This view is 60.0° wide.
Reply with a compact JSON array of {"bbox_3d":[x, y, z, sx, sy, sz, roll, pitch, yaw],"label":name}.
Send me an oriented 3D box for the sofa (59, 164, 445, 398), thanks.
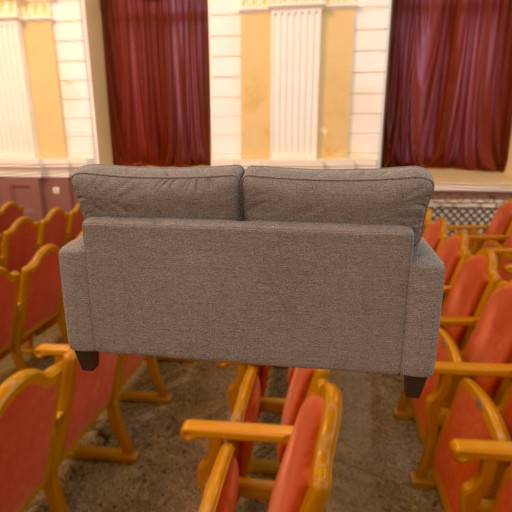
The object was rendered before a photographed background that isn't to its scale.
[{"bbox_3d":[0.000,0.000,2.289,1.651,0.965,0.965,2,15,9],"label":"sofa"}]
